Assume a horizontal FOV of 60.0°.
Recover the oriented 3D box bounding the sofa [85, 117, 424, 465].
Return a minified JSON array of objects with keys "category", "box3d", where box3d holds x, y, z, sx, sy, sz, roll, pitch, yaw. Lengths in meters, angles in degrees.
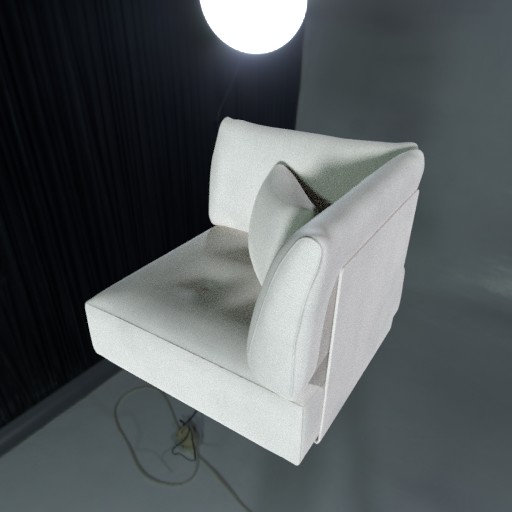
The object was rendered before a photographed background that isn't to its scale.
[{"category":"sofa","box3d":[0.000,0.000,1.757,1.000,0.820,1.000,18,33,29]}]
